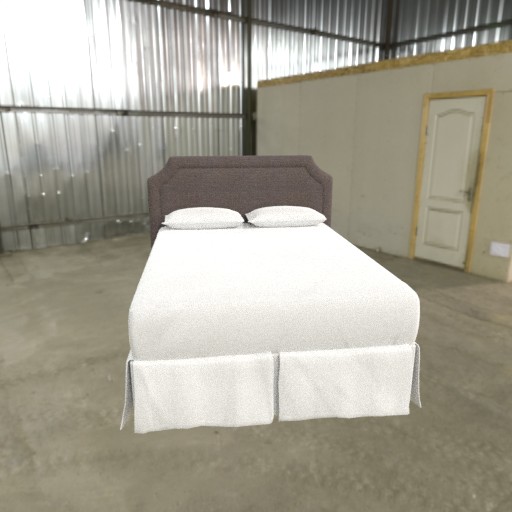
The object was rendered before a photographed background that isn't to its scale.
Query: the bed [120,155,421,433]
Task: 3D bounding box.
[{"bbox_3d":[0.000,0.000,3.165,1.693,1.290,2.116,-2,16,-7],"label":"bed"}]
